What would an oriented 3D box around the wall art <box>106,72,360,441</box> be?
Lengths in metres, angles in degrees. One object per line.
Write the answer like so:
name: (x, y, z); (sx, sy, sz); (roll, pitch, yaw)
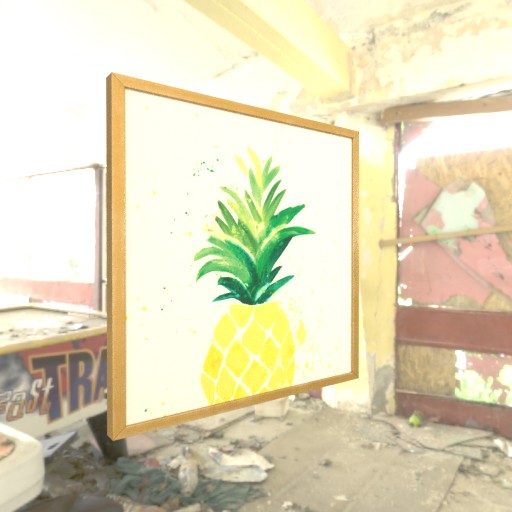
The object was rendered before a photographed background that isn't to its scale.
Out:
wall art: (0.000, 0.000, 1.153); (0.762, 0.760, 0.037); (0, 1, -36)
